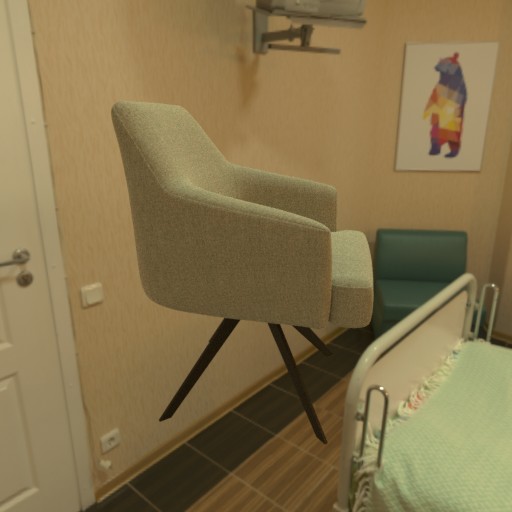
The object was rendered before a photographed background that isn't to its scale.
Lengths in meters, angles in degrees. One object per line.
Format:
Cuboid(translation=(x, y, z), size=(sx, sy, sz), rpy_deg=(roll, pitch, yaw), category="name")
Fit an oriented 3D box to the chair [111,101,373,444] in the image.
Cuboid(translation=(0.000, 0.000, 1.332), size=(0.677, 0.874, 0.642), rpy_deg=(3, 17, 11), category="chair")
